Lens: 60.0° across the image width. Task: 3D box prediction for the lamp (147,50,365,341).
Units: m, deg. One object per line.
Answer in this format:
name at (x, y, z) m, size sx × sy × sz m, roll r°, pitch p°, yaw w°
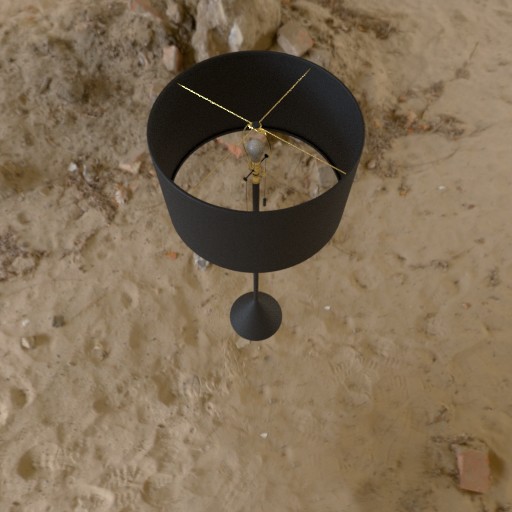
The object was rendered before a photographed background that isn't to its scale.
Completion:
lamp at (0.000, 0.000, 1.852) m, size 0.580 × 1.526 × 0.580 m, roll 32°, pitch 67°, yaw 16°
